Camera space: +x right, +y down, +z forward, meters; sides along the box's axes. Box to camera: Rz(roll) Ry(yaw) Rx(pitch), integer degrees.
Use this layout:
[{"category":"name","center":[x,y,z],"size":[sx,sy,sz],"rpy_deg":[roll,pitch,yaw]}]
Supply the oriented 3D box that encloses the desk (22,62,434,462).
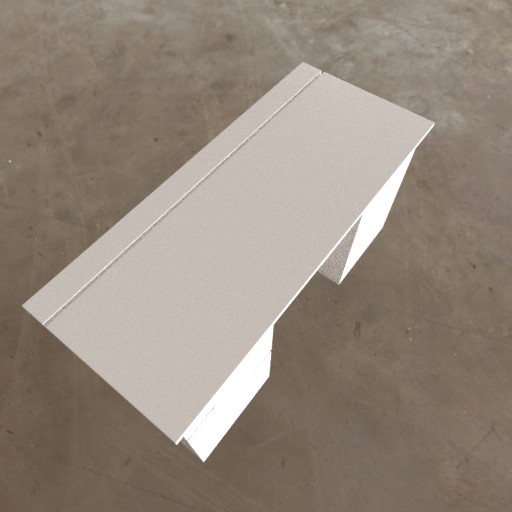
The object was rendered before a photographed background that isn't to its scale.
[{"category":"desk","center":[0.000,0.000,1.957],"size":[0.670,0.760,1.580],"rpy_deg":[33,64,19]}]
